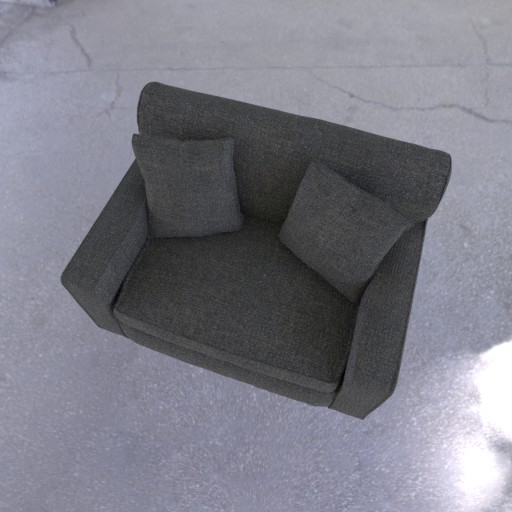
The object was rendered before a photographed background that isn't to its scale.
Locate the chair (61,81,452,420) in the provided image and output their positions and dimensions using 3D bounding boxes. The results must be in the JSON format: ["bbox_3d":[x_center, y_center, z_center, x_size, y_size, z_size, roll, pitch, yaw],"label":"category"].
[{"bbox_3d":[0.000,0.000,2.037,1.383,0.948,1.000,17,61,9],"label":"chair"}]
